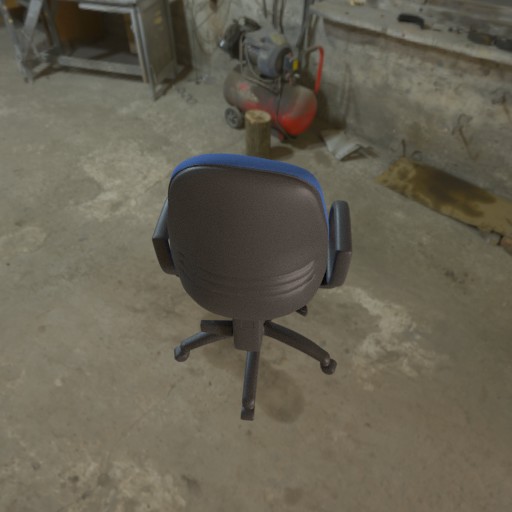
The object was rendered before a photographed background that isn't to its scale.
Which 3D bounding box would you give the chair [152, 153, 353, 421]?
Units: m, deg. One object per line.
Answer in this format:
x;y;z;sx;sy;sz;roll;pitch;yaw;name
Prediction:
0.000;0.000;1.227;0.552;0.905;0.549;4;45;4;chair
